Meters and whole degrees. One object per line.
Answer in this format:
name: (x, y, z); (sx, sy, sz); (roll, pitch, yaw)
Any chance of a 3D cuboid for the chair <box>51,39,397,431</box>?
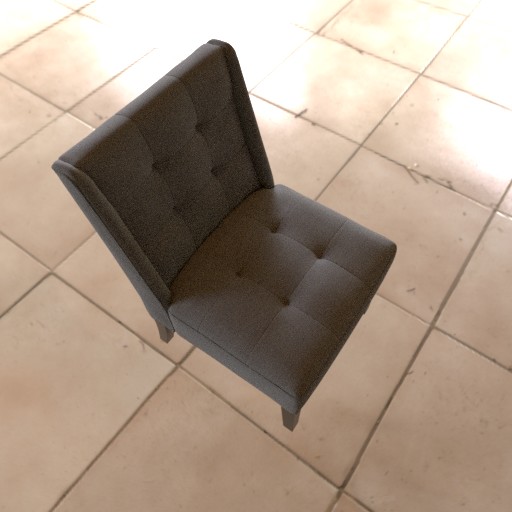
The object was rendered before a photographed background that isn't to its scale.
chair: (0.000, 0.000, 1.284); (0.676, 0.853, 0.569); (31, 63, 18)
